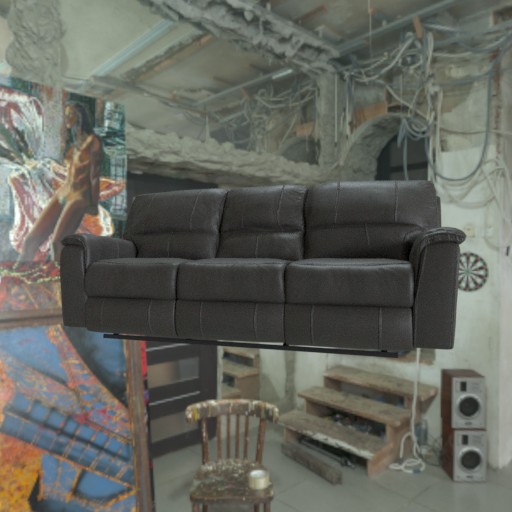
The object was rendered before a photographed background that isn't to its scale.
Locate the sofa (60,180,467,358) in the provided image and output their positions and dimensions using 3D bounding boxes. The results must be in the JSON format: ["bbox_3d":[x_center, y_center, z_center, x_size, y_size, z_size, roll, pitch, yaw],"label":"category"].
[{"bbox_3d":[0.000,0.000,3.156,2.627,1.134,1.104,0,0,18],"label":"sofa"}]
